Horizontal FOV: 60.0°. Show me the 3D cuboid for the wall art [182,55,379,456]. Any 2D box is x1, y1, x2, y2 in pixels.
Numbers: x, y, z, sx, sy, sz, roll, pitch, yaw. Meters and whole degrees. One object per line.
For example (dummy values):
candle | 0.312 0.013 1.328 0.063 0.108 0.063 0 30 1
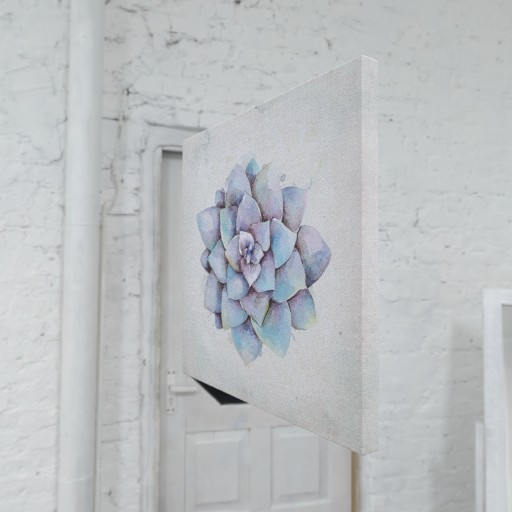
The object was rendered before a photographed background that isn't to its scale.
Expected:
wall art | 0.000 0.000 0.934 0.040 0.612 0.612 0 -1 -36
